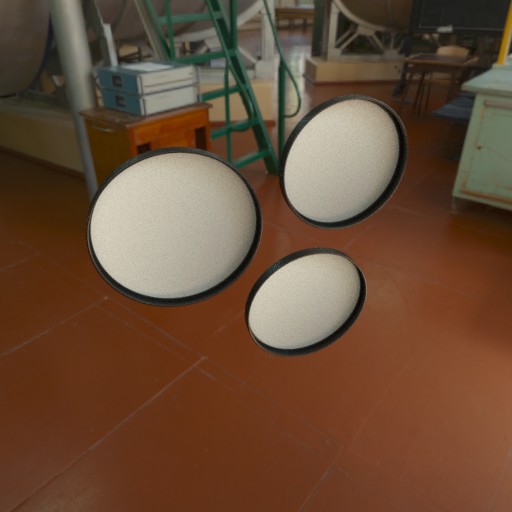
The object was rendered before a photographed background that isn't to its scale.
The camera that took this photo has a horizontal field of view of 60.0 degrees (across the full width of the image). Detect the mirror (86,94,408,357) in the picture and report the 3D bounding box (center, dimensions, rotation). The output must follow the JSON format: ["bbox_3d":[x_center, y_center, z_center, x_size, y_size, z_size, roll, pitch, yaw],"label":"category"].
[{"bbox_3d":[0.000,0.000,3.130,2.160,2.096,0.076,-9,33,-15],"label":"mirror"}]
